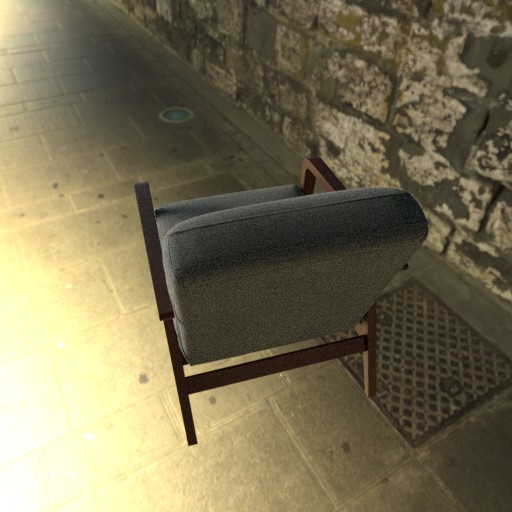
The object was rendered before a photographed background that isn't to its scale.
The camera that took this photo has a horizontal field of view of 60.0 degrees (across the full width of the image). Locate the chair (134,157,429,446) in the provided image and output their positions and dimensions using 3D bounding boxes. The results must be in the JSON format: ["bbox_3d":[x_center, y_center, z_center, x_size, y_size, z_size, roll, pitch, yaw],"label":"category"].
[{"bbox_3d":[0.000,0.000,1.474,0.704,0.847,0.858,-11,43,-12],"label":"chair"}]
